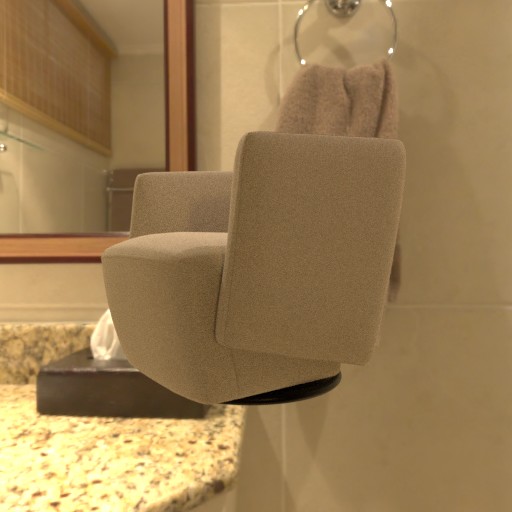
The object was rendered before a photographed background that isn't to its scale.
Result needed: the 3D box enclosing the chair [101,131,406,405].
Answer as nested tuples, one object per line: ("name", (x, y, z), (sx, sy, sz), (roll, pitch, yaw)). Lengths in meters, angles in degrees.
("chair", (0.000, 0.000, 1.600), (0.986, 0.861, 0.822), (-1, 1, -35))
